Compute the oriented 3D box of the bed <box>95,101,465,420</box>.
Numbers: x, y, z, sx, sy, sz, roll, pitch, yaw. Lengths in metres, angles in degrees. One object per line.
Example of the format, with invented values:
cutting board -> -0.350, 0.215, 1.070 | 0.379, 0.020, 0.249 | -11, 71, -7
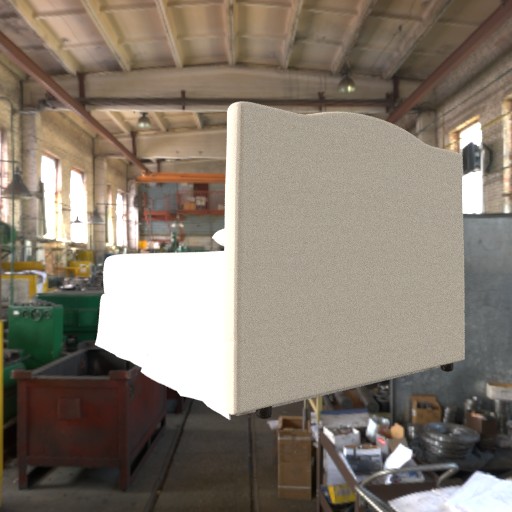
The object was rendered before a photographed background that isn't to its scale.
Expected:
bed -> 0.000, 0.000, 3.193 | 1.741, 1.449, 2.196 | 0, 0, -35
